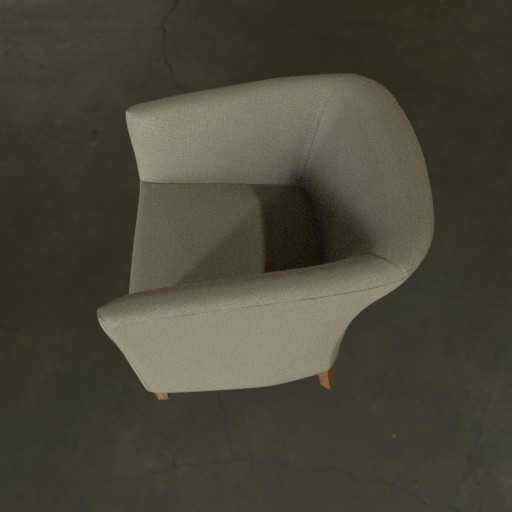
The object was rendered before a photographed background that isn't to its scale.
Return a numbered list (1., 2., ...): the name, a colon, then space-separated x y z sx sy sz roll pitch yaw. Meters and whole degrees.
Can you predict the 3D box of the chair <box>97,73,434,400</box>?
1. chair: 0.000 0.000 1.202 0.668 0.771 0.600 -3 59 -2
